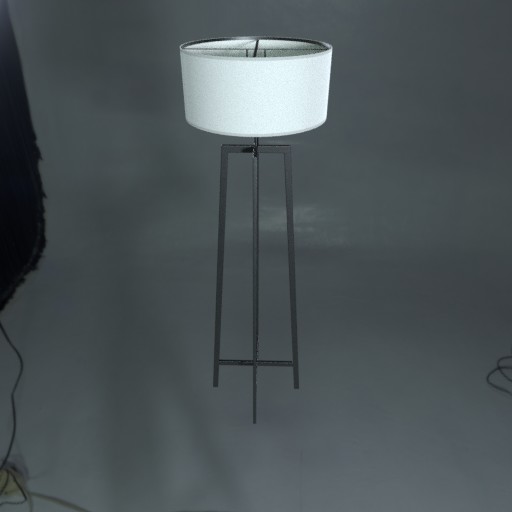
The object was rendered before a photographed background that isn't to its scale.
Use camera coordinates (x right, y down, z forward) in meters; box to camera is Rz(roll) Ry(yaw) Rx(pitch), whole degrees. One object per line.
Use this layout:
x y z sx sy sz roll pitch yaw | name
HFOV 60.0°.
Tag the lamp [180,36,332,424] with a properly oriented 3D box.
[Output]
0.000 0.000 1.748 0.457 1.510 0.456 1 32 1 | lamp
